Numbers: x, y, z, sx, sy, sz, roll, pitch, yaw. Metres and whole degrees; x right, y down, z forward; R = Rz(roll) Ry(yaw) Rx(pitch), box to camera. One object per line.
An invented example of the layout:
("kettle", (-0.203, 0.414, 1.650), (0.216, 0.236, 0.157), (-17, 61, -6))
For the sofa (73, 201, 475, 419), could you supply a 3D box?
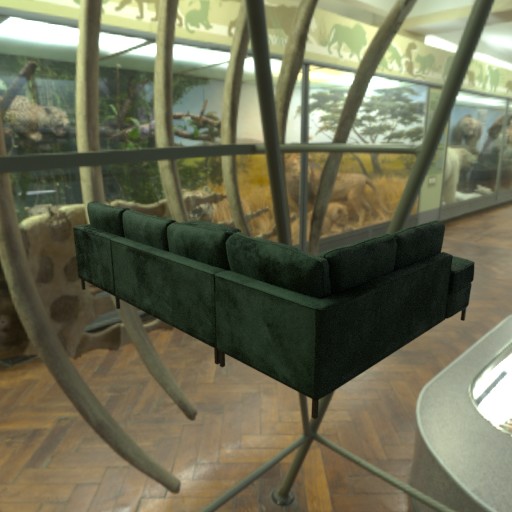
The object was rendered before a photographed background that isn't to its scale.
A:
("sofa", (0.000, 0.000, 3.863), (1.992, 0.861, 2.994), (-14, 20, -42))
